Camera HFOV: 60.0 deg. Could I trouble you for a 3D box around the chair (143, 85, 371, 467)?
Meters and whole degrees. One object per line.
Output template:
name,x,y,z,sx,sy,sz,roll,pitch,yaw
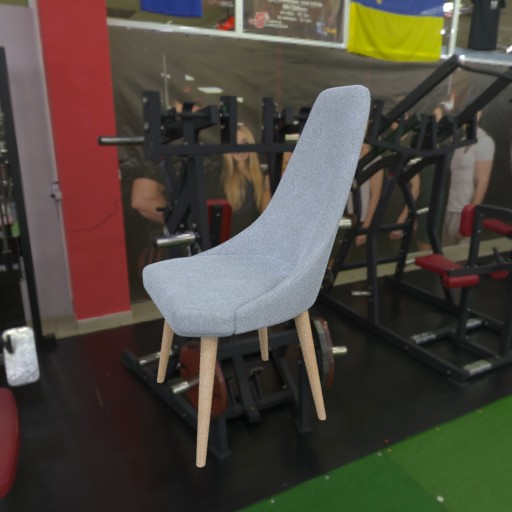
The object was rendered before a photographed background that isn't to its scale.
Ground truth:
chair,0.000,0.000,1.424,0.660,1.040,0.510,-8,18,-24
